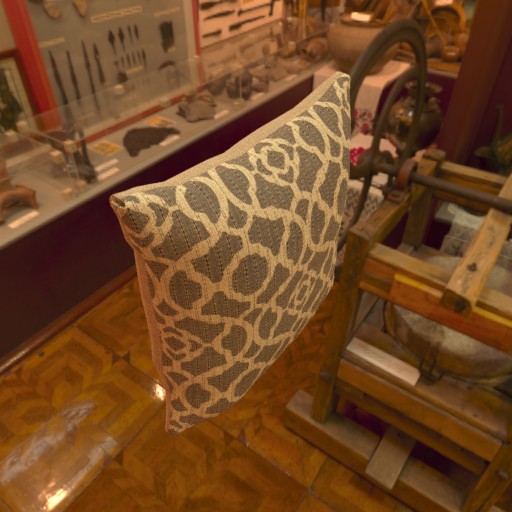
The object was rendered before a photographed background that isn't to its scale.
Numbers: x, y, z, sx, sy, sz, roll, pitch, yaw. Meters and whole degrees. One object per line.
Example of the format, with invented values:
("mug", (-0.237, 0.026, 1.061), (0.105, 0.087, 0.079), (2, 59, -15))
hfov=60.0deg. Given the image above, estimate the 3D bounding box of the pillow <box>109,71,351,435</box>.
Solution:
("pillow", (0.000, 0.000, 0.781), (0.215, 0.498, 0.508), (27, 47, 27))
